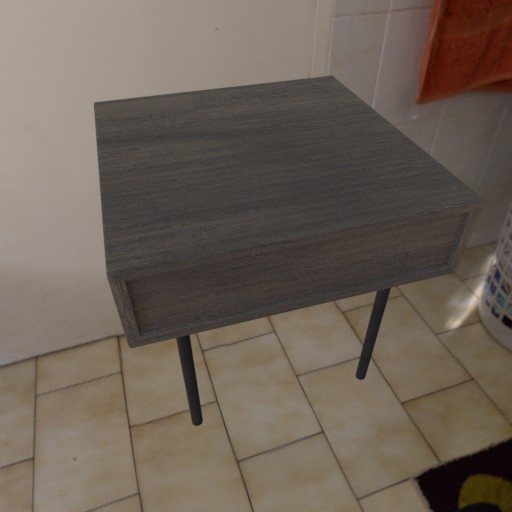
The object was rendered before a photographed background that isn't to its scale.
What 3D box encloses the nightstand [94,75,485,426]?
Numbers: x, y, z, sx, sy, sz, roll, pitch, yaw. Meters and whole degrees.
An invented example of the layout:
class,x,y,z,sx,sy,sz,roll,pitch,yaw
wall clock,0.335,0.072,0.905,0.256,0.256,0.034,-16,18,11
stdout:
class,x,y,z,sx,sy,sz,roll,pitch,yaw
nightstand,0.000,0.000,0.891,0.502,0.497,0.503,-11,43,-13
